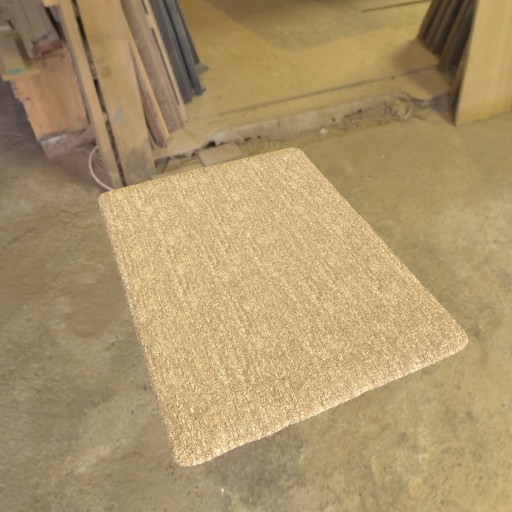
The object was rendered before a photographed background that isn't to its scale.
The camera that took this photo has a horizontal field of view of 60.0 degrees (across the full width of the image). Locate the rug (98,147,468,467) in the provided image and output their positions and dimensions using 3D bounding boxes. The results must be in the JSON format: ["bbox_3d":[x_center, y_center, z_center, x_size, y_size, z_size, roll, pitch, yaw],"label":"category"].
[{"bbox_3d":[0.000,0.000,3.787,2.242,0.050,2.873,-17,48,-16],"label":"rug"}]
